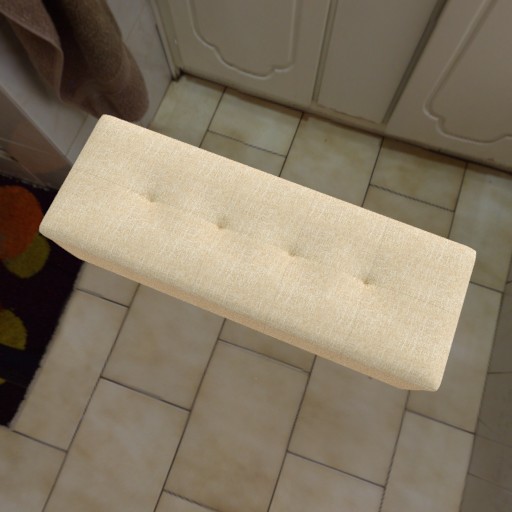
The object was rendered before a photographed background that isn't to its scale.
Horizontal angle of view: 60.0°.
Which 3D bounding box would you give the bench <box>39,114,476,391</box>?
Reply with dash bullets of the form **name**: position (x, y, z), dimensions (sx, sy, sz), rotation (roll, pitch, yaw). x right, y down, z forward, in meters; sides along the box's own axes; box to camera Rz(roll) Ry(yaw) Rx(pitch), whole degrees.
- **bench**: position (0.000, 0.000, 1.452), dimensions (1.219, 0.406, 0.432), rotation (21, 76, 6)
